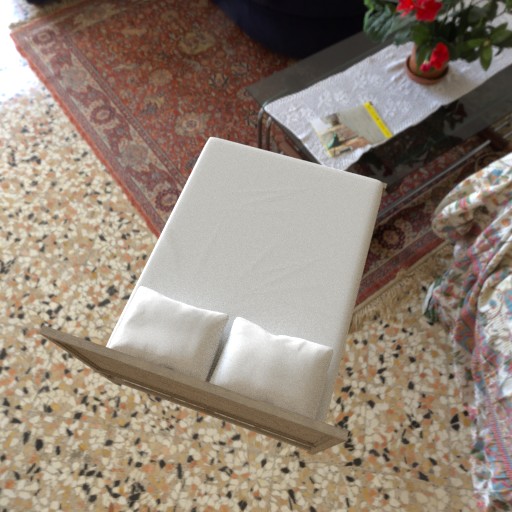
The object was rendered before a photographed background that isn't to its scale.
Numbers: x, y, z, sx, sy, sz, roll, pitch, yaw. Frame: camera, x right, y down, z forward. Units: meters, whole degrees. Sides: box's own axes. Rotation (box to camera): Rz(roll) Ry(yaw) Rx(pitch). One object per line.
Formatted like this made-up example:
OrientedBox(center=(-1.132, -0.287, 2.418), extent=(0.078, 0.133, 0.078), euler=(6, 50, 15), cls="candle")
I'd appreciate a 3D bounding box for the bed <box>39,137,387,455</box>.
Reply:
OrientedBox(center=(0.000, 0.000, 3.225), extent=(1.606, 1.369, 2.189), euler=(17, 64, 8), cls="bed")
